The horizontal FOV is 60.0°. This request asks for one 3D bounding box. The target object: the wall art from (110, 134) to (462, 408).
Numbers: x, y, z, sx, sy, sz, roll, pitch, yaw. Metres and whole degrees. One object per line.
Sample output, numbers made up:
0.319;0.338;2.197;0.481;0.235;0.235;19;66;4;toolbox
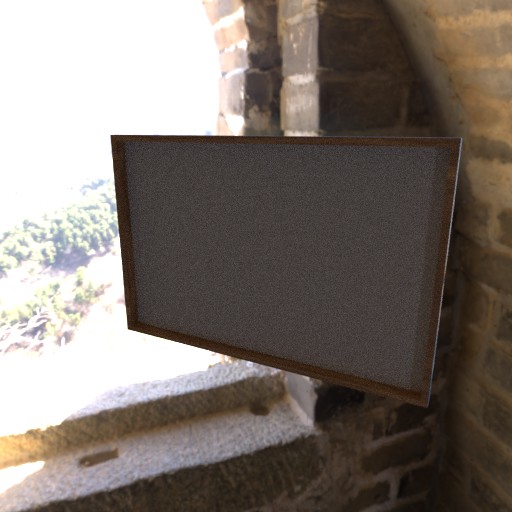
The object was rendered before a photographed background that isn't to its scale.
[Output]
0.000;0.000;1.156;0.911;0.605;0.037;8;18;26;wall art
